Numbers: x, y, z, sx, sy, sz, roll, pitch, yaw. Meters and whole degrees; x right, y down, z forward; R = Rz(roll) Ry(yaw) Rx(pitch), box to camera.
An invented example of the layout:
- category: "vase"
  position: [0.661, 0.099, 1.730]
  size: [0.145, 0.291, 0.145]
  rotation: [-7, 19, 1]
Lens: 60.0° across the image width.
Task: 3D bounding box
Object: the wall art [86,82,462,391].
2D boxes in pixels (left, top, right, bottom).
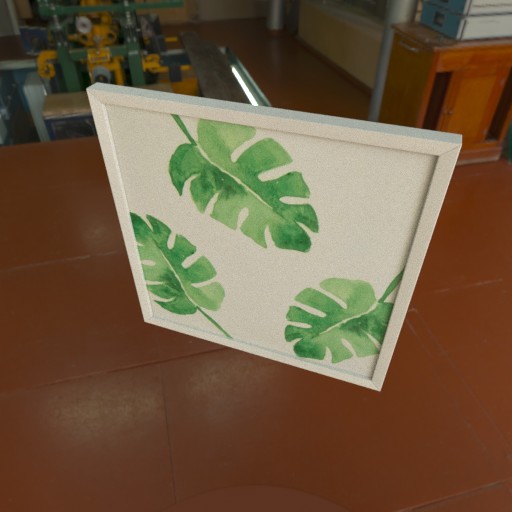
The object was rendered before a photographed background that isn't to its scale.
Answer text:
- category: "wall art"
  position: [0.000, 0.000, 1.118]
  size: [0.762, 0.762, 0.040]
  rotation: [13, 43, 15]
